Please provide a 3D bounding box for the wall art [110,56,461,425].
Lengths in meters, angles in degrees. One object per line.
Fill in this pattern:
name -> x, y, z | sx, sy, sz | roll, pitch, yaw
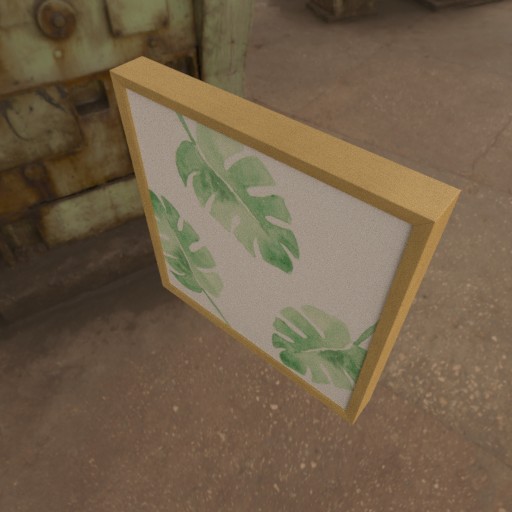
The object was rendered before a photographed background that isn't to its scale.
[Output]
wall art -> 0.000, 0.000, 0.447 | 0.305, 0.305, 0.038 | 31, 55, 25
